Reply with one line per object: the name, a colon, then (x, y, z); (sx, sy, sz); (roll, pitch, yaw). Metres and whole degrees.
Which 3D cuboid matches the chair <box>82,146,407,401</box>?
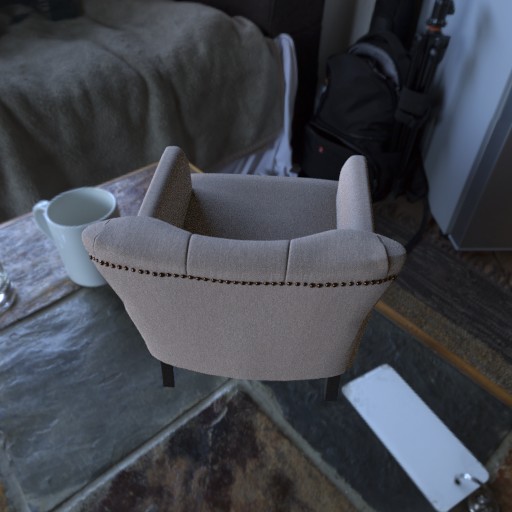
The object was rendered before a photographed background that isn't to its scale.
chair: (0.000, 0.000, 1.479); (0.737, 0.823, 0.902); (4, 45, 4)
